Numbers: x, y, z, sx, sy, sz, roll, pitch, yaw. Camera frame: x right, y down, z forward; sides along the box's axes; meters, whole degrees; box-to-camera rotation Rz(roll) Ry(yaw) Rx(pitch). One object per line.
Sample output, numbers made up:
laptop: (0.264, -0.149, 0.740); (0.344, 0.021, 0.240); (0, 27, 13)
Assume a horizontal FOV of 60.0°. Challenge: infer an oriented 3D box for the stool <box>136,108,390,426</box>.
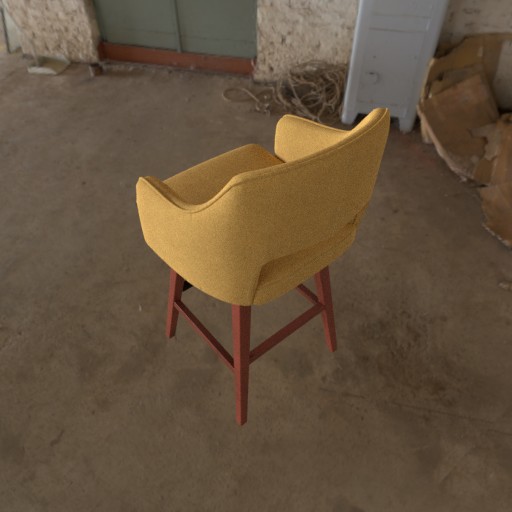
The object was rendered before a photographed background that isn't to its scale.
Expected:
stool: (0.000, 0.000, 1.344); (0.548, 1.012, 0.558); (-31, 53, -26)
